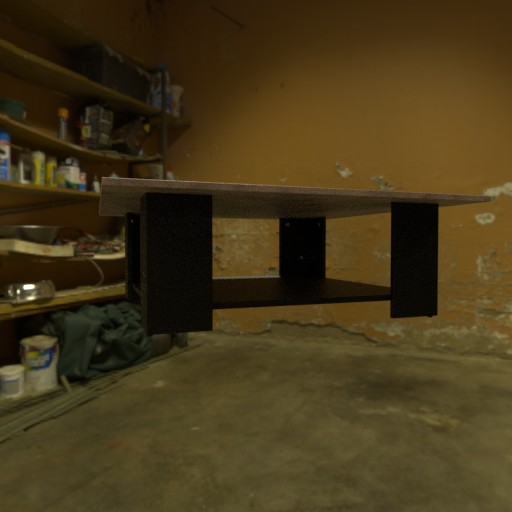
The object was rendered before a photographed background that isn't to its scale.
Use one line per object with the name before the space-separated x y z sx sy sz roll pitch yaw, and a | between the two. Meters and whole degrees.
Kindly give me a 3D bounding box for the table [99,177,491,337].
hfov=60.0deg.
table | 0.000 0.000 1.345 0.890 0.305 0.890 -1 2 -20
